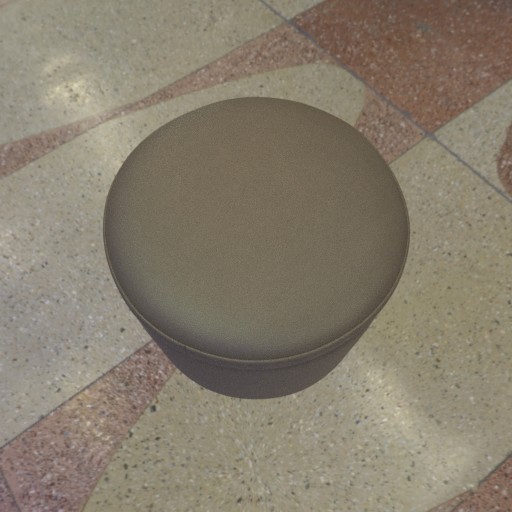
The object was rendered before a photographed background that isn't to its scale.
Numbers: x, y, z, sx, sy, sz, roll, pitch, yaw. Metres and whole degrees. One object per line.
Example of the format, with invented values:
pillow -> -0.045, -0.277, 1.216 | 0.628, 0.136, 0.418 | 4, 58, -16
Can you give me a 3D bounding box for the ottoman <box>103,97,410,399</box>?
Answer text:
ottoman -> 0.000, 0.000, 0.871 | 0.500, 0.409, 0.500 | 0, 64, 0
